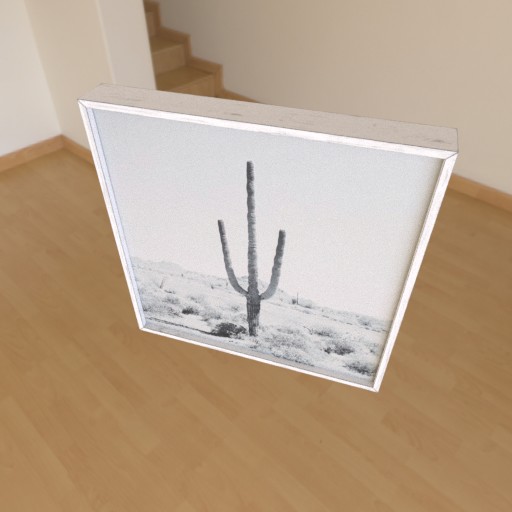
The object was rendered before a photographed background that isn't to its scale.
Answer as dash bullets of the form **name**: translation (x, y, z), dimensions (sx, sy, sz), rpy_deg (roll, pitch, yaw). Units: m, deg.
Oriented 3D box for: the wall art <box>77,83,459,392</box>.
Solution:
- **wall art**: translation (0.000, 0.000, 0.454), dimensions (0.305, 0.305, 0.038), rpy_deg (12, 43, 13)
